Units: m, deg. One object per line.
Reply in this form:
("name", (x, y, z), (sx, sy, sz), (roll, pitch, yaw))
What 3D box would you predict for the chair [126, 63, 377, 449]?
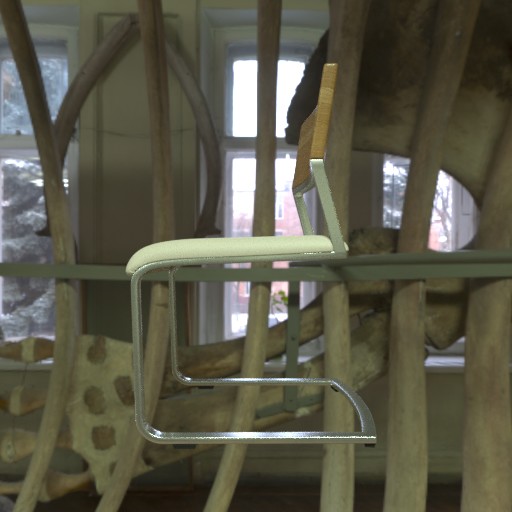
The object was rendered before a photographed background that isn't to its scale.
("chair", (0.000, 0.000, 1.197), (0.585, 0.844, 0.467), (0, 0, 0))
